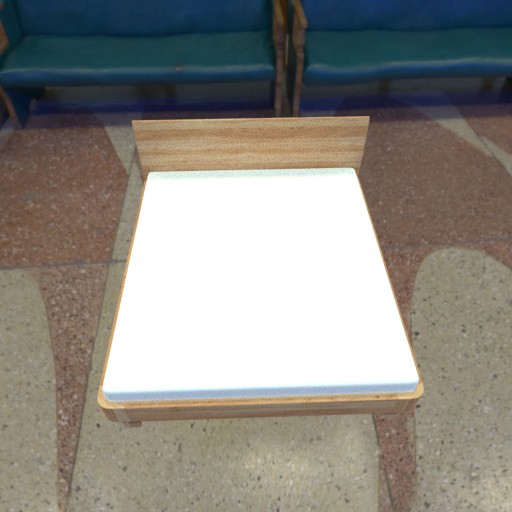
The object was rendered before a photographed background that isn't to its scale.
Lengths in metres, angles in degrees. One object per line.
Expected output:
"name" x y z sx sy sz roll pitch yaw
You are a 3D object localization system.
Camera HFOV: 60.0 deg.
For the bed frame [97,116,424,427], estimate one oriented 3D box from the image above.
"bed frame" 0.000 0.000 3.128 1.872 0.940 2.092 -1 47 -1
